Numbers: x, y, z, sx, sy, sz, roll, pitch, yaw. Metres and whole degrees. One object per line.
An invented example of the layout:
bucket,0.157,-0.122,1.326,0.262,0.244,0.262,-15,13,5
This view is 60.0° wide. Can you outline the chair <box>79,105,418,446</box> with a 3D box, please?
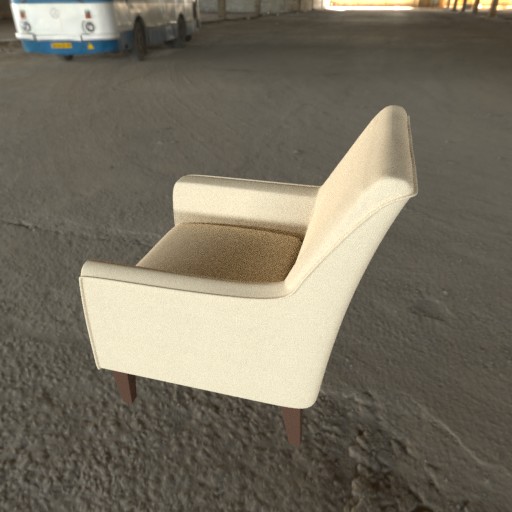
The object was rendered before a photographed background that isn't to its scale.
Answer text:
chair,0.000,0.000,1.542,0.899,0.919,0.780,8,31,13
